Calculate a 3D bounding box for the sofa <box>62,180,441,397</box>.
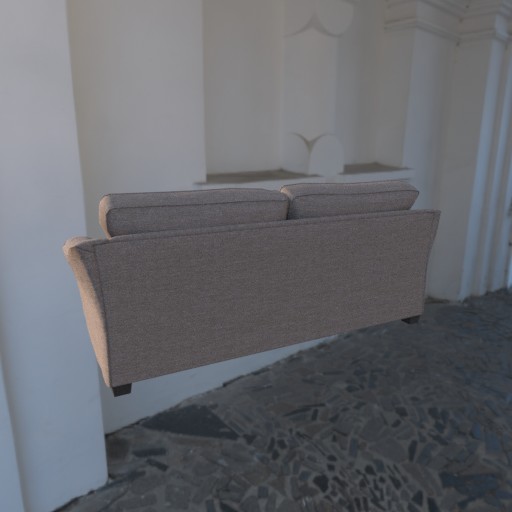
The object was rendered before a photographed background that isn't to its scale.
[{"bbox_3d":[0.000,0.000,2.861,2.270,0.965,0.980,-7,16,-27],"label":"sofa"}]
